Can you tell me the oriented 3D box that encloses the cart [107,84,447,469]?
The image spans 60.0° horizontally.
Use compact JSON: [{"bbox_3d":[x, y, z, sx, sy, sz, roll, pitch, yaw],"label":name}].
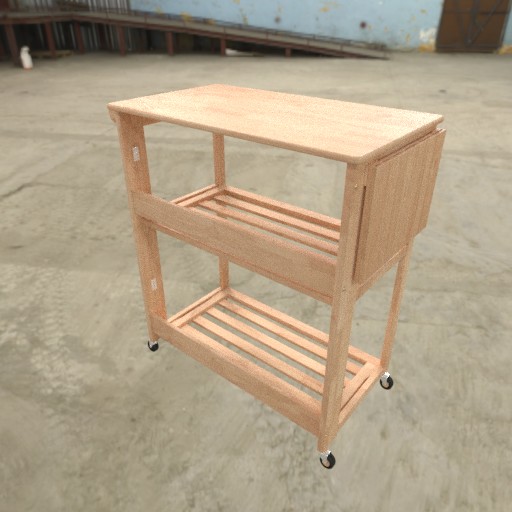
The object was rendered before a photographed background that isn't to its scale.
[{"bbox_3d":[0.000,0.000,1.355,0.853,0.879,0.432,22,37,33],"label":"cart"}]
